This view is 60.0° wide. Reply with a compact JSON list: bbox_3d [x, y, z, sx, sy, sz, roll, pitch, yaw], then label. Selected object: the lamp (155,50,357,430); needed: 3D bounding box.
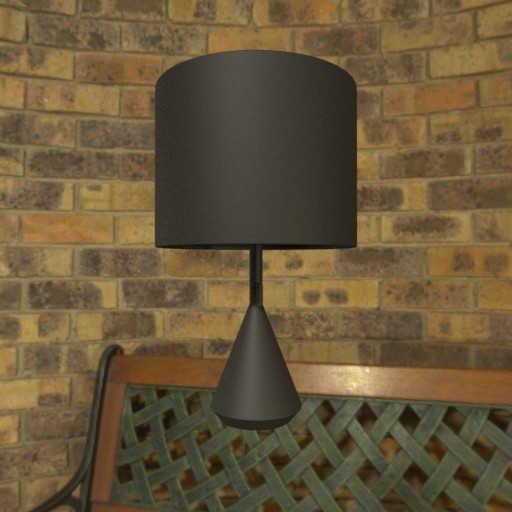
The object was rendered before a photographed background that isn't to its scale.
[{"bbox_3d":[0.000,0.000,0.805,0.359,0.584,0.359,0,0,-17],"label":"lamp"}]
